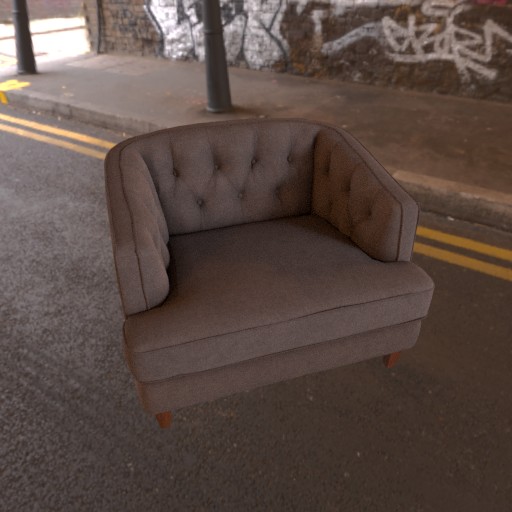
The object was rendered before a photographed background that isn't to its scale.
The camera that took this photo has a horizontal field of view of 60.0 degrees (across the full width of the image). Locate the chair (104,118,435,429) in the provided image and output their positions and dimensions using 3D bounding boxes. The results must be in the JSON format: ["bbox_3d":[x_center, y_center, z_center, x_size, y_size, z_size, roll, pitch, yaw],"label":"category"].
[{"bbox_3d":[0.000,0.000,1.805,1.104,0.852,0.941,-10,34,-15],"label":"chair"}]
